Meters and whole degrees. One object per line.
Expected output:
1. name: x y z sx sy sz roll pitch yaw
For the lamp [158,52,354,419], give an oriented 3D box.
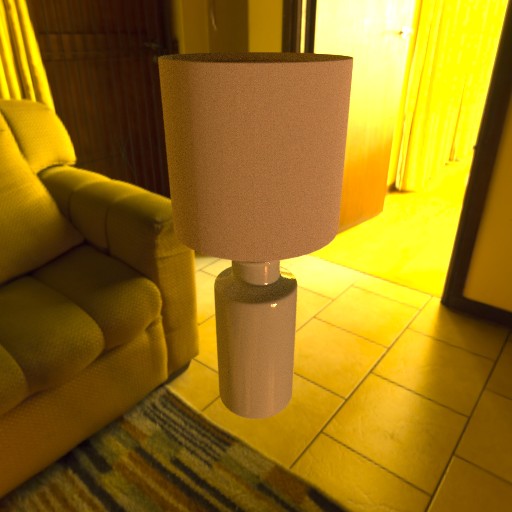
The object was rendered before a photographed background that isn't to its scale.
1. lamp: 0.000 0.000 0.600 0.212 0.493 0.212 9 28 16
